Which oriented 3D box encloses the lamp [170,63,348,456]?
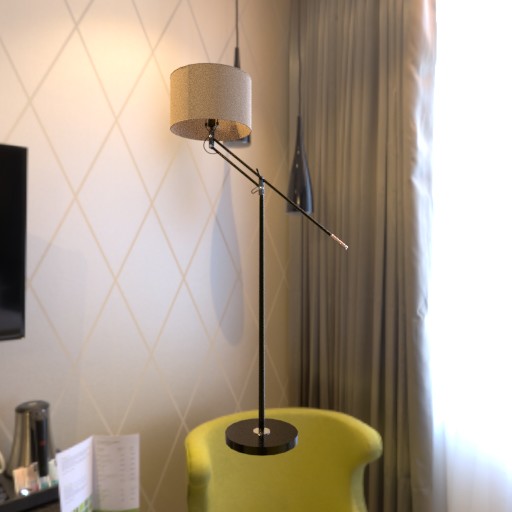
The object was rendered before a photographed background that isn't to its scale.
[{"bbox_3d":[0.000,0.000,1.982,0.809,1.635,0.373,0,0,18],"label":"lamp"}]
